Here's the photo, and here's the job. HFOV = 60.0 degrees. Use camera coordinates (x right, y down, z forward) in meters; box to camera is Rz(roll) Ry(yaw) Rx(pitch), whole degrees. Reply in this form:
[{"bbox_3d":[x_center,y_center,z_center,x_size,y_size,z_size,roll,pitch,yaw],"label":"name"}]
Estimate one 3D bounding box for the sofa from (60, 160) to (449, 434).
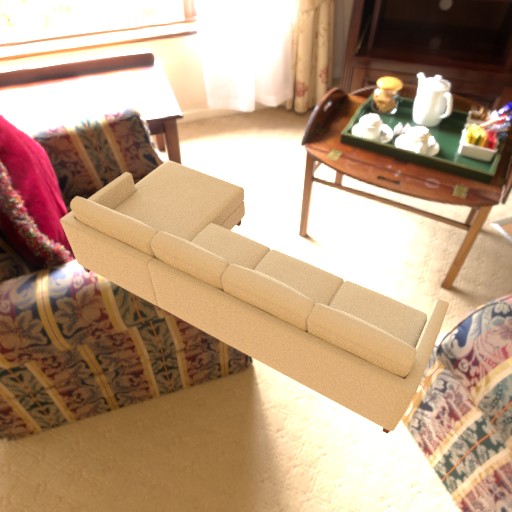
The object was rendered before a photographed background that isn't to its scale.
[{"bbox_3d":[0.000,0.000,4.256,3.471,0.954,1.599,24,50,21],"label":"sofa"}]
